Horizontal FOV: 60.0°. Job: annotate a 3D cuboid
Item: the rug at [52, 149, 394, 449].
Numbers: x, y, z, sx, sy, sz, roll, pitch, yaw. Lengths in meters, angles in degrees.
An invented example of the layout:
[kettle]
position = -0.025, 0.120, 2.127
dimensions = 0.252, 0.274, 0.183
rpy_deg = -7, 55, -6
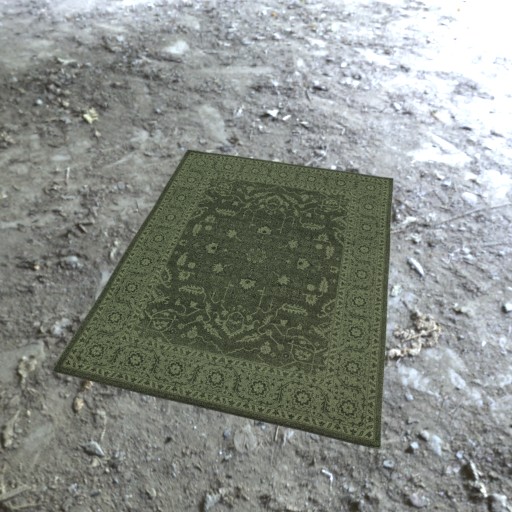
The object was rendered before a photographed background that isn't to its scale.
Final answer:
[rug]
position = 0.000, 0.000, 4.171
dimensions = 2.451, 0.026, 3.069
rpy_deg = 10, 48, 9
